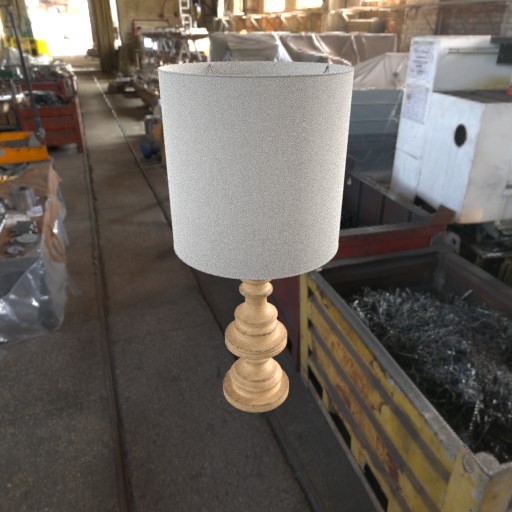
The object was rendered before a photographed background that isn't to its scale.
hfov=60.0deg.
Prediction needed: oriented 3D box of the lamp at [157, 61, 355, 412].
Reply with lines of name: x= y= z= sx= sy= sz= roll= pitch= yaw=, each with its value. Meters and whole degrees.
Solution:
lamp: x=0.000 y=0.000 z=0.579 sx=0.208 sy=0.455 sz=0.208 roll=18 pitch=32 yaw=32
